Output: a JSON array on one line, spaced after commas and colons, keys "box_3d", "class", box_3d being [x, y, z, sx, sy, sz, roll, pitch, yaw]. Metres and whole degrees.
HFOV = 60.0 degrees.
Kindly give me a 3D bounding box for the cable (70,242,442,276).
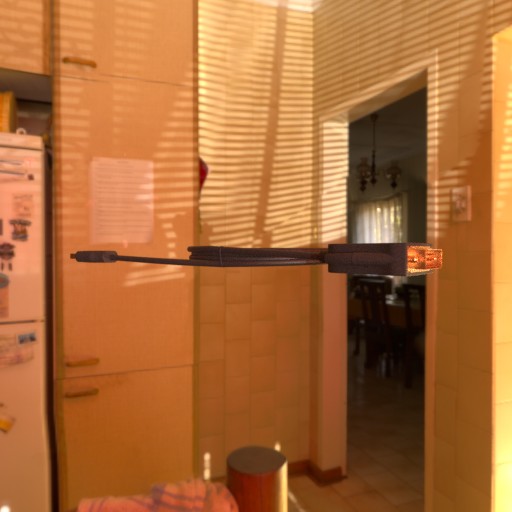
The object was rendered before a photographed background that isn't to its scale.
[{"box_3d": [0.000, 0.000, 0.328, 0.281, 0.015, 0.136, 1, 1, 38], "class": "cable"}]
